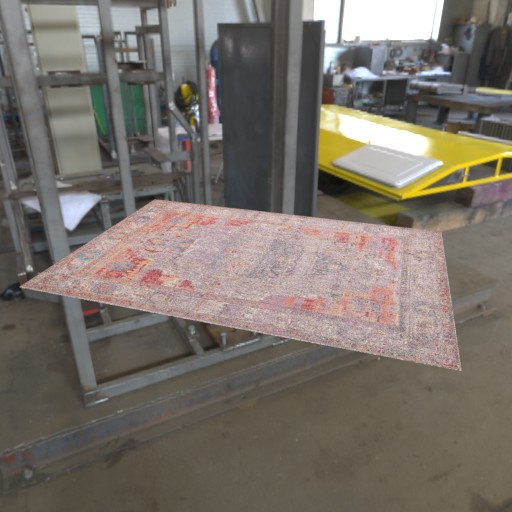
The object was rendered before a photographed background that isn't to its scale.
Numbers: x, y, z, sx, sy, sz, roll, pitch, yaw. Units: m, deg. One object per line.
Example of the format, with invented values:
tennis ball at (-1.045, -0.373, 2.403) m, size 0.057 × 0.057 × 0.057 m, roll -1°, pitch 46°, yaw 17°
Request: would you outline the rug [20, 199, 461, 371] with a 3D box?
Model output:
rug at (0.000, 0.000, 2.251) m, size 1.829 × 0.005 × 1.219 m, roll 8°, pitch 28°, yaw 16°
